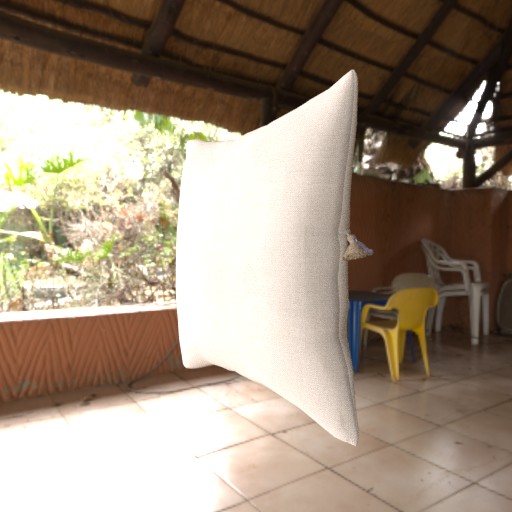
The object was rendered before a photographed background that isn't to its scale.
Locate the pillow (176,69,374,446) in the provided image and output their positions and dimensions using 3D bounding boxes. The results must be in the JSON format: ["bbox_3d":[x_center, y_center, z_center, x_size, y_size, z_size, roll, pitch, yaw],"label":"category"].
[{"bbox_3d":[0.000,0.000,0.766,0.165,0.481,0.489,-1,1,-36],"label":"pillow"}]
